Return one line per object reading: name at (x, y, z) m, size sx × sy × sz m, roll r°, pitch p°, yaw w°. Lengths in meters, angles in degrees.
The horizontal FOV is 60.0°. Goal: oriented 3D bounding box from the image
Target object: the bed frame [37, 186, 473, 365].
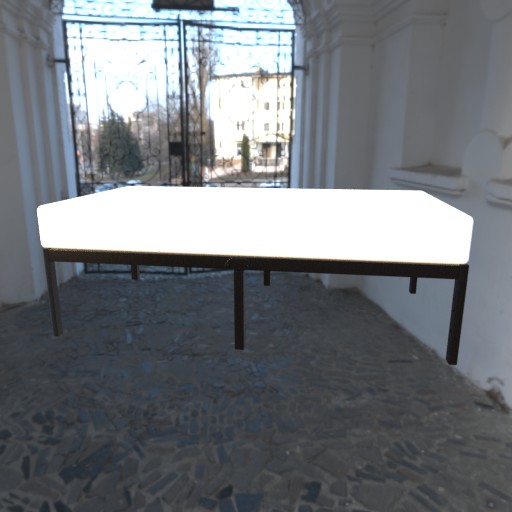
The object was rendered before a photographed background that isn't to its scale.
bed frame at (0.000, 0.000, 2.489) m, size 1.950 × 0.659 × 1.023 m, roll 2°, pitch 15°, yaw 9°
